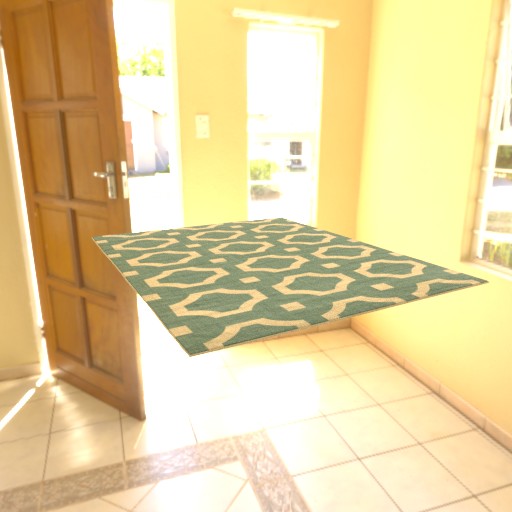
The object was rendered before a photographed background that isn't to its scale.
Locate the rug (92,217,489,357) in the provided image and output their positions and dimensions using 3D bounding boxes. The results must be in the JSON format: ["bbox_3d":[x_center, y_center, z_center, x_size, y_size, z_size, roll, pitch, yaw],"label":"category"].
[{"bbox_3d":[0.000,0.000,4.157,2.466,0.021,3.049,-8,18,-28],"label":"rug"}]
